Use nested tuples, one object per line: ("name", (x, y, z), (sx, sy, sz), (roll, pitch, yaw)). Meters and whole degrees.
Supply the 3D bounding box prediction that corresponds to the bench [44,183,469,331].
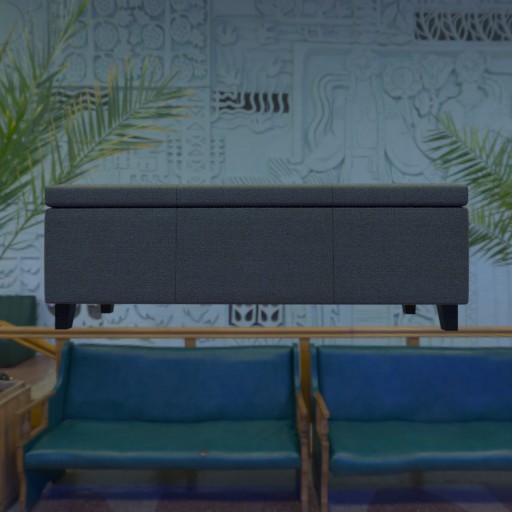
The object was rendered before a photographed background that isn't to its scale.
("bench", (0.000, 0.000, 1.508), (1.269, 0.438, 0.446), (0, 0, 1))
